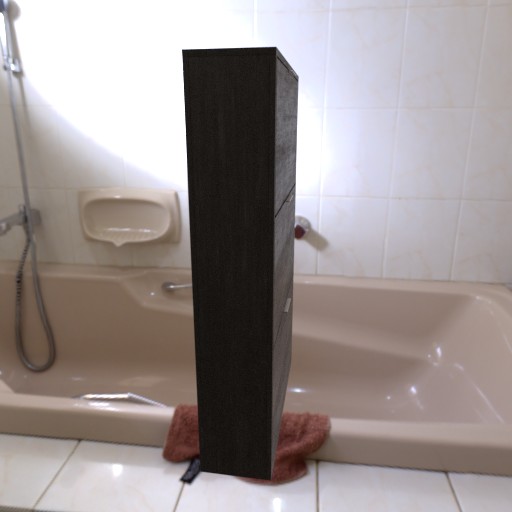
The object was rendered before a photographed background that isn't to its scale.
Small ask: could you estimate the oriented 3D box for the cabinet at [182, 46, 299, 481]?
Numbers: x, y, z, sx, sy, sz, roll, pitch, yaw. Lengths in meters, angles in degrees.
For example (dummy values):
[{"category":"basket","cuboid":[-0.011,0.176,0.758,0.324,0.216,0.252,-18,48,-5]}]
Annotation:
[{"category":"cabinet","cuboid":[0.000,0.000,1.615,0.250,1.280,0.750,3,17,9]}]
